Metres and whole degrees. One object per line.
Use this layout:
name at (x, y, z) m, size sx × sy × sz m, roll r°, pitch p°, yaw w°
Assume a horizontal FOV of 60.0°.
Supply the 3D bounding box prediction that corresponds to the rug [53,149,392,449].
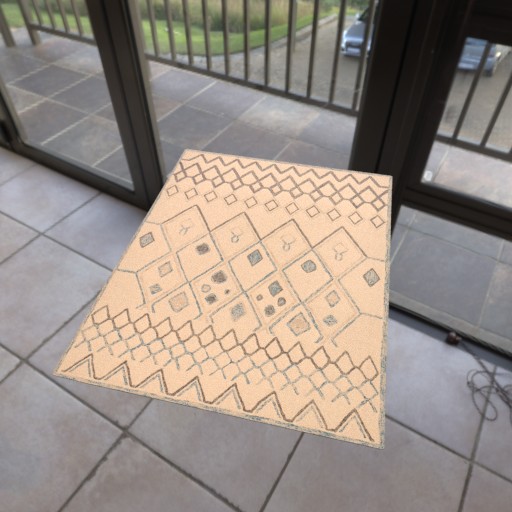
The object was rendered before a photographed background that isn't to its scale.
rug at (0.000, 0.000, 4.137) m, size 2.441 × 0.013 × 3.056 m, roll 9°, pitch 48°, yaw 9°
